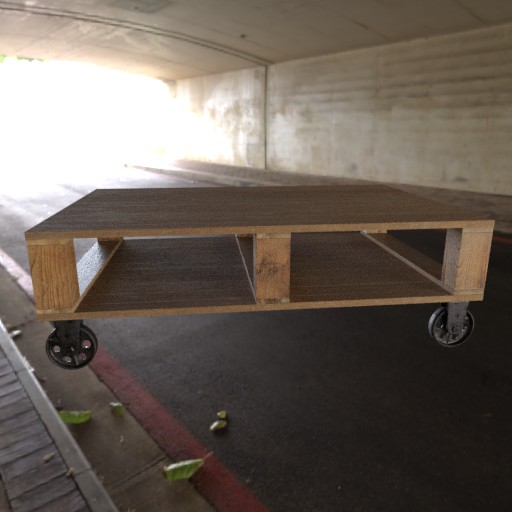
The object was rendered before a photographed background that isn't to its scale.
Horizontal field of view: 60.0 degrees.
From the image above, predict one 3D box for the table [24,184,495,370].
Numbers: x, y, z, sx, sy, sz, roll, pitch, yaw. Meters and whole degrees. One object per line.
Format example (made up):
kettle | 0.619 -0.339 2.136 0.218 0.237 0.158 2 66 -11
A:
table | 0.000 0.000 1.665 1.299 0.413 0.827 -2 16 -7
